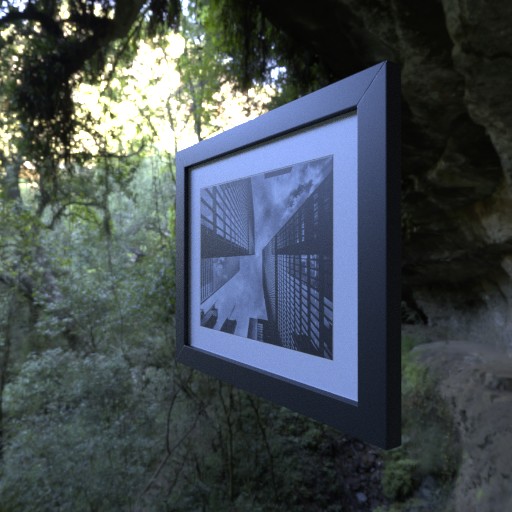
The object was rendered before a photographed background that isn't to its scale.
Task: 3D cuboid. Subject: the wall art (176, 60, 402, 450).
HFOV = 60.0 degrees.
[{"bbox_3d":[0.000,0.000,0.748,0.031,0.457,0.558,0,0,-36],"label":"wall art"}]
